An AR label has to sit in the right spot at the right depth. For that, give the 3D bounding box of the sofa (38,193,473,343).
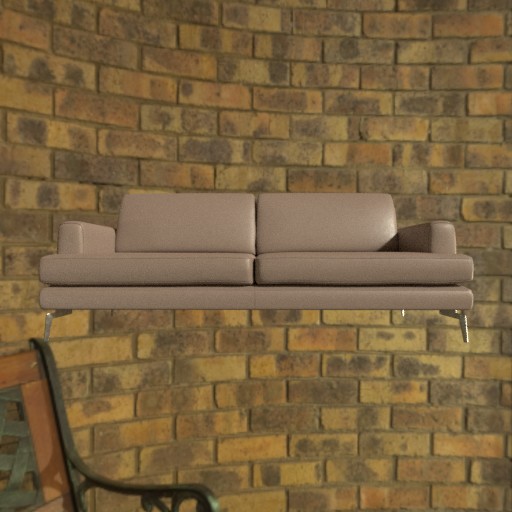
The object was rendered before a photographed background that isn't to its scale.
[{"bbox_3d":[0.000,0.000,2.428,1.940,0.765,0.974,0,0,1],"label":"sofa"}]
